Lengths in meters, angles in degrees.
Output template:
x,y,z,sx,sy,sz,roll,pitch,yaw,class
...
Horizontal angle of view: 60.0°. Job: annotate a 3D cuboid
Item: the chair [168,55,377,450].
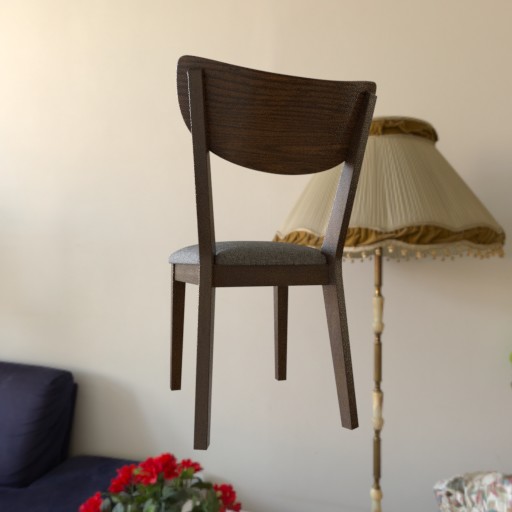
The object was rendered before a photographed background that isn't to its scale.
x,y,z,sx,sy,sz,roll,pitch,yaw,class
0.000,0.000,1.214,0.491,0.849,0.583,0,0,-18,chair
